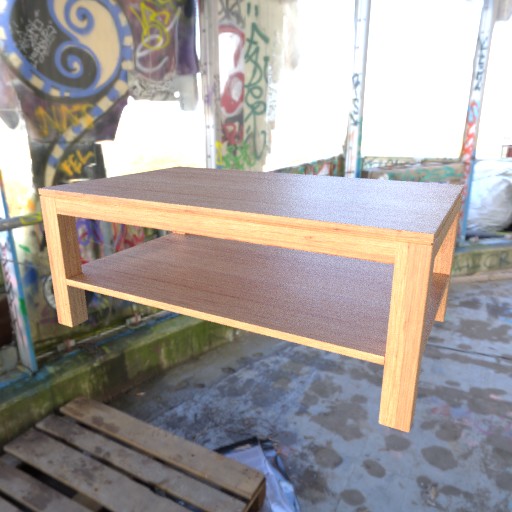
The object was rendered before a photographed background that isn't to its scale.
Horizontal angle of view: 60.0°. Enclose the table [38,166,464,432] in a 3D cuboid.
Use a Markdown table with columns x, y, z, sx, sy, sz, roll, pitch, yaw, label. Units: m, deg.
| x | y | z | sx | sy | sz | roll | pitch | yaw | label |
| --- | --- | --- | --- | --- | --- | --- | --- | --- | --- |
| 0.000 | 0.000 | 1.463 | 1.146 | 0.457 | 0.695 | 9 | 20 | 27 | table |
